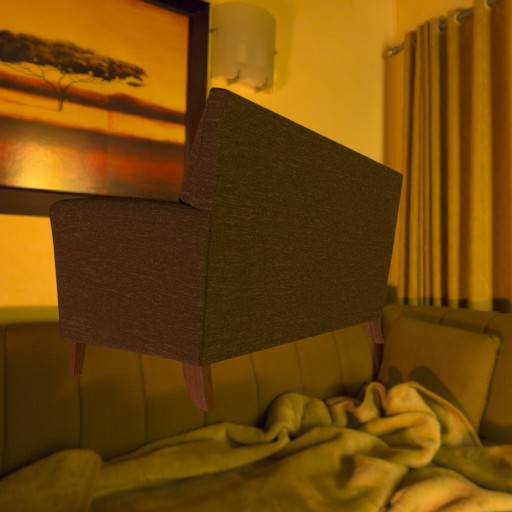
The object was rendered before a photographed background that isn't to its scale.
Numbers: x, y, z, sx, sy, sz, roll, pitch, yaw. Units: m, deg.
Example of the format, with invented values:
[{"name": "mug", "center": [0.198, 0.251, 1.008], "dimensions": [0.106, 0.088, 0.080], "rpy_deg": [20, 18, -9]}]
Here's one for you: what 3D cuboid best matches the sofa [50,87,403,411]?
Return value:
[{"name": "sofa", "center": [0.000, 0.000, 2.005], "dimensions": [0.867, 0.905, 1.509], "rpy_deg": [-1, -1, 37]}]
